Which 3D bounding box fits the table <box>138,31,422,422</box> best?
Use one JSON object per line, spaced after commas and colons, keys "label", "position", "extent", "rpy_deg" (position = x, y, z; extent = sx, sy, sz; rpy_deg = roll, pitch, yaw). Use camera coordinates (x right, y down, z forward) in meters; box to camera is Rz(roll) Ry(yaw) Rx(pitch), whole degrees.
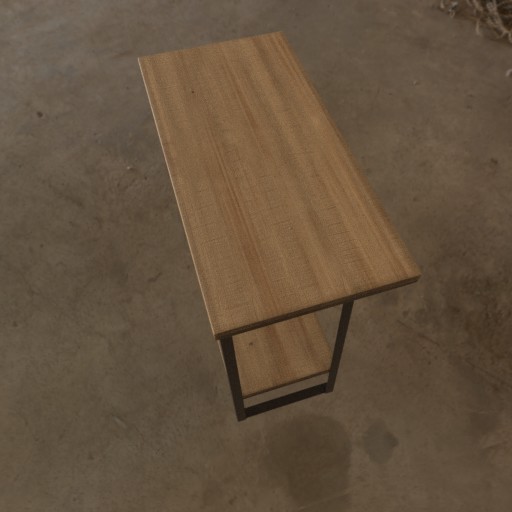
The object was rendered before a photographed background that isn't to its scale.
{"label": "table", "position": [0.000, 0.000, 1.041], "extent": [0.300, 0.701, 0.599], "rpy_deg": [-15, 60, -9]}
